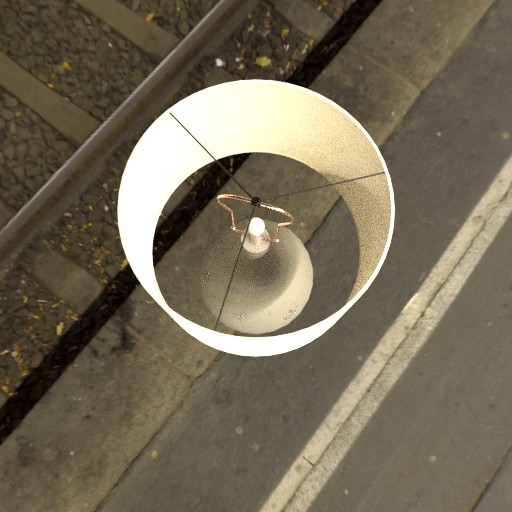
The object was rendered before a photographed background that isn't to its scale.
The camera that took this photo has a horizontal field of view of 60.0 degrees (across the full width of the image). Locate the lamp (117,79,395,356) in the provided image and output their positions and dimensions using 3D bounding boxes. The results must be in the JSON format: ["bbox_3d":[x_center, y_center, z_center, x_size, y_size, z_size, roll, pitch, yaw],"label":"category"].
[{"bbox_3d":[0.000,0.000,0.744,0.330,0.521,0.330,0,76,0],"label":"lamp"}]
